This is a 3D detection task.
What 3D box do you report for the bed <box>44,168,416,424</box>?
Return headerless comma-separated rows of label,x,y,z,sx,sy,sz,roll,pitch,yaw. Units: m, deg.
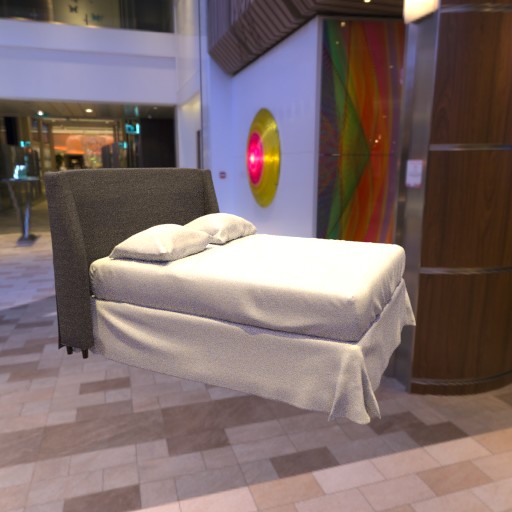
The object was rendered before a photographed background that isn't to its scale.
bed,0.000,0.000,3.441,2.276,1.332,1.925,6,13,26
